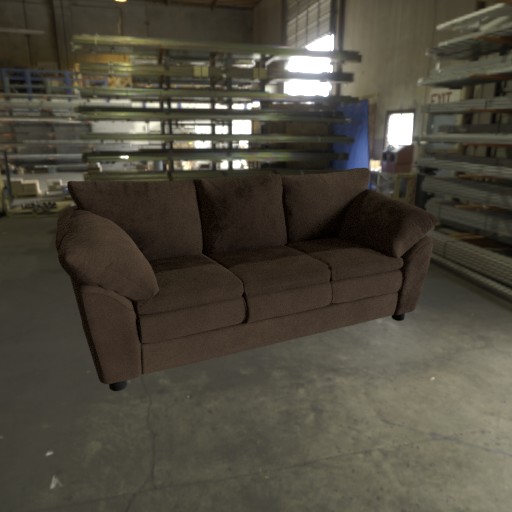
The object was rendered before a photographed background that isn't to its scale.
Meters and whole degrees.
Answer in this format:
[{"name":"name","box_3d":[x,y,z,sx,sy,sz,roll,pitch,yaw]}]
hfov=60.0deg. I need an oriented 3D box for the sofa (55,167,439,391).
[{"name":"sofa","box_3d":[0.000,0.000,2.853,2.336,1.015,0.878,-8,17,-26]}]
